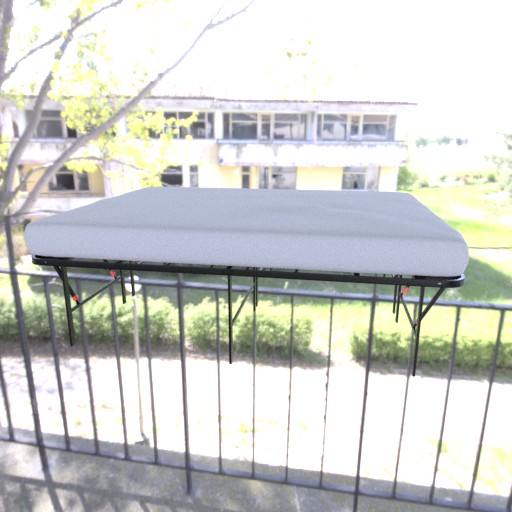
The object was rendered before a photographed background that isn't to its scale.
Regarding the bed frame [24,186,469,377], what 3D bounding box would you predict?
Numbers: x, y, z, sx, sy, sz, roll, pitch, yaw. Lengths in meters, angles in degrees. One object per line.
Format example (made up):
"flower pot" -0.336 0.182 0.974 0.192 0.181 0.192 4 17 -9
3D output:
"bed frame" 0.000 0.000 2.528 1.905 0.637 1.372 3 16 9
